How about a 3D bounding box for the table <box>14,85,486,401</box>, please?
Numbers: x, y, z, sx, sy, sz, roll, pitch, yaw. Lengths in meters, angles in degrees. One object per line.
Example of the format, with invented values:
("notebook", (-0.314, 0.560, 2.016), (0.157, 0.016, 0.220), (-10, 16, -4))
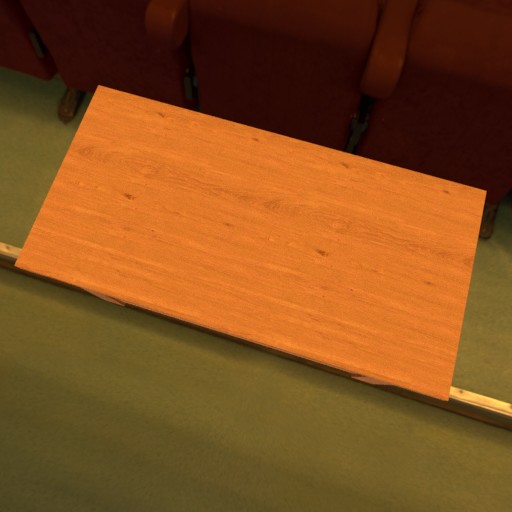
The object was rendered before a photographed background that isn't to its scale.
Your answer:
("table", (0.000, 0.000, 1.148), (0.899, 0.452, 0.450), (17, 75, 4))
